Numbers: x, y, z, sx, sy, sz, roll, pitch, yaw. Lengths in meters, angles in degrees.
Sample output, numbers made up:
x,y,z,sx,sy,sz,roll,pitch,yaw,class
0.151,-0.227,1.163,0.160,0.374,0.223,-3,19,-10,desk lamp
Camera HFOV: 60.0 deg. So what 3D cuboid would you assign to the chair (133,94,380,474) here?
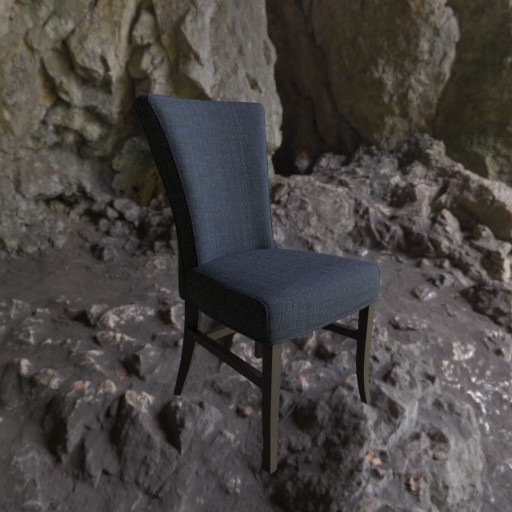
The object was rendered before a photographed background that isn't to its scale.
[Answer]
x,y,z,sx,sy,sz,roll,pitch,yaw,class
0.000,0.000,1.427,0.520,0.991,0.660,-13,19,-42,chair
